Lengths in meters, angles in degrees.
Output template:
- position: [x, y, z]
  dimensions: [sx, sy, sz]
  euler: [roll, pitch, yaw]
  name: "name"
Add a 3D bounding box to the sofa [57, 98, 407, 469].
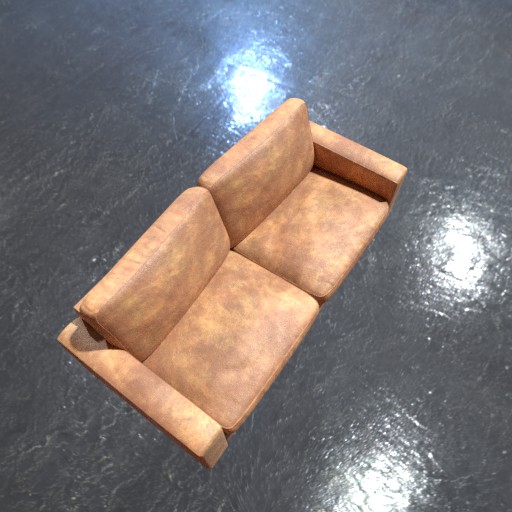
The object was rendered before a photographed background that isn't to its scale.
- position: [0.000, 0.000, 2.722]
  dimensions: [1.016, 0.873, 2.179]
  euler: [32, 64, 18]
  name: "sofa"
